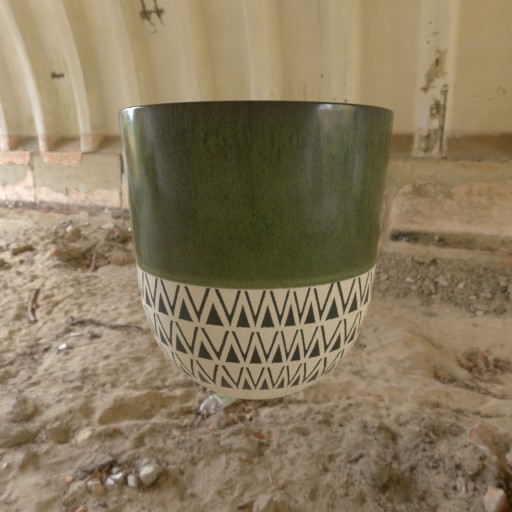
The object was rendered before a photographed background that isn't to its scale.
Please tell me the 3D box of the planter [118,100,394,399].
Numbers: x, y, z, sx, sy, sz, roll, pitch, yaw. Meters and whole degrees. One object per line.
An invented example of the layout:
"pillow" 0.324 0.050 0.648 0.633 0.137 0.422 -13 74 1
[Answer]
"planter" 0.000 0.000 0.442 0.245 0.270 0.245 0 14 0
